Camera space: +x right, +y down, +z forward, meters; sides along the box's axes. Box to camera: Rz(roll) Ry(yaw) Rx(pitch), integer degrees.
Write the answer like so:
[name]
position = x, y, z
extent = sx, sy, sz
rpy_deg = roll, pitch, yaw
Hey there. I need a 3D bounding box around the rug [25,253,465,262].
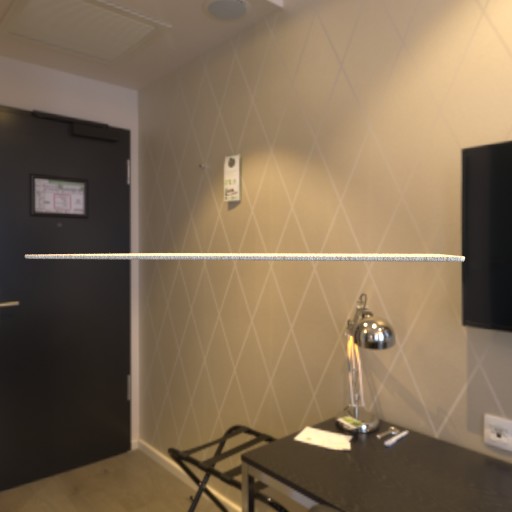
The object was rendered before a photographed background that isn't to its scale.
[rug]
position = 0.000, 0.000, 3.371
extent = 2.698, 0.025, 1.798
rpy_deg = 0, 1, 18
